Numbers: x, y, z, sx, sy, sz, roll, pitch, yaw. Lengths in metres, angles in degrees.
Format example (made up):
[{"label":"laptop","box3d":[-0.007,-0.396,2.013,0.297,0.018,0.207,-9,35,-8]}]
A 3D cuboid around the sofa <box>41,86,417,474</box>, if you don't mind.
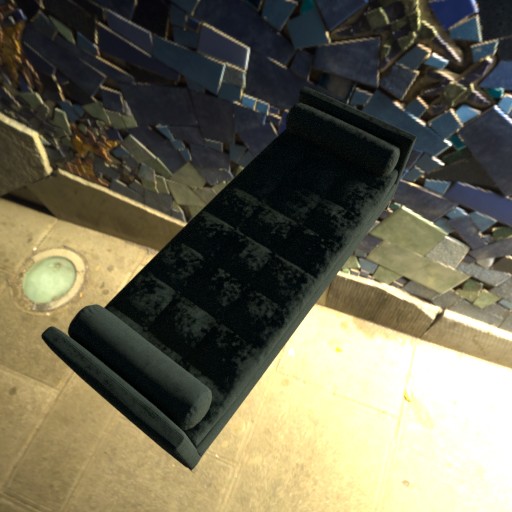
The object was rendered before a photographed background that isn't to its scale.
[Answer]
[{"label":"sofa","box3d":[0.000,0.000,2.477,0.797,0.657,2.102,32,63,19]}]
